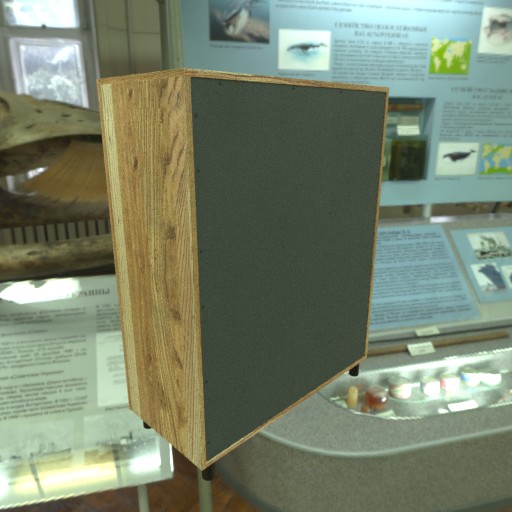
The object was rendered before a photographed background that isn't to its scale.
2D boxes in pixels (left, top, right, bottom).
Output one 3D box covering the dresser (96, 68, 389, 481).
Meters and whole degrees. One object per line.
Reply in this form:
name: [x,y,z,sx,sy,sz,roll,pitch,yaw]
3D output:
dresser: [0.000,0.000,1.715,0.480,1.243,0.966,16,24,42]
